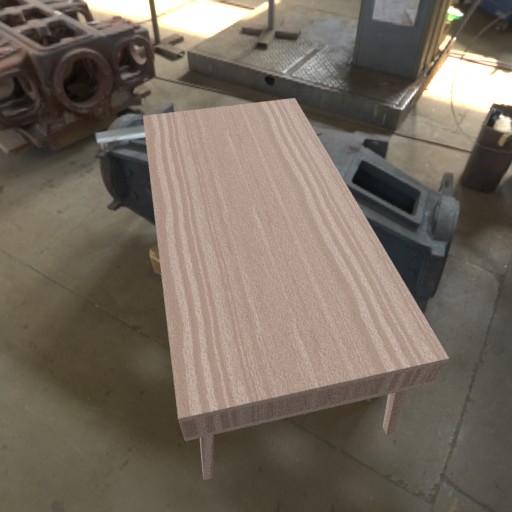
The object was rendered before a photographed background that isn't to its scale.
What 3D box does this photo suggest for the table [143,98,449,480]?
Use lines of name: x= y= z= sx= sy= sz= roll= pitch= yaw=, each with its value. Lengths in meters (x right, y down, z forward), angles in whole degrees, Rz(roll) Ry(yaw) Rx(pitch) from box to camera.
table: x=0.000 y=0.000 z=1.495 sx=0.600 sy=0.450 sz=1.200 roll=-10 pitch=48 yaw=-9
